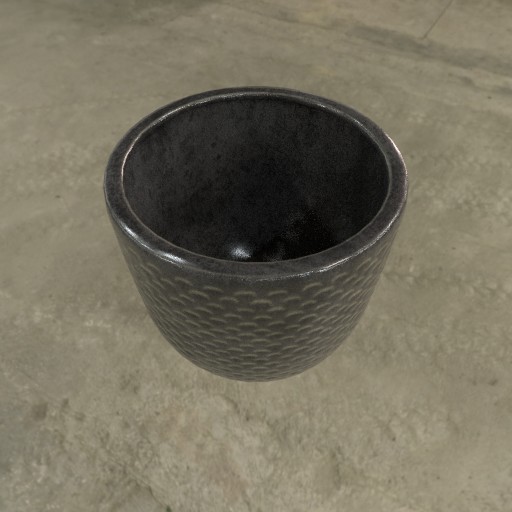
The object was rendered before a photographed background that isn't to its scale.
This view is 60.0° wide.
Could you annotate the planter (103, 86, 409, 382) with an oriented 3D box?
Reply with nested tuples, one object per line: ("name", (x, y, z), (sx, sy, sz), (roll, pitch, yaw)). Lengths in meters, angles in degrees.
("planter", (0.000, 0.000, 0.359), (0.197, 0.191, 0.197), (0, 49, 0))
